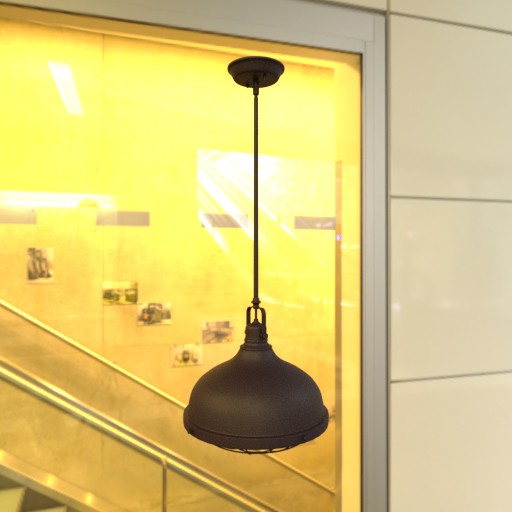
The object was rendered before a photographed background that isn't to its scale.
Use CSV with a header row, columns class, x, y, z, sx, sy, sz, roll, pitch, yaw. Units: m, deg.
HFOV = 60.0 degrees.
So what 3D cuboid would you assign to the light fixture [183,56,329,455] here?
class,x,y,z,sx,sy,sz,roll,pitch,yaw
light fixture,0.000,0.000,1.004,0.341,0.849,0.341,0,0,-36
